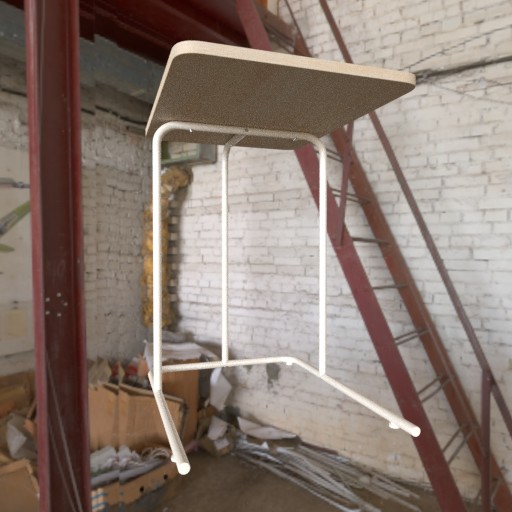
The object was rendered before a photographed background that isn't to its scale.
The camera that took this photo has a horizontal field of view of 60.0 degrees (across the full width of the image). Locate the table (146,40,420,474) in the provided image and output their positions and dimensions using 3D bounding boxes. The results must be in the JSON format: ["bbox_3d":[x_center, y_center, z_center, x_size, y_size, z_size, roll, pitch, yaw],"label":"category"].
[{"bbox_3d":[0.000,0.000,0.837,0.370,0.550,0.480,0,1,-19],"label":"table"}]
